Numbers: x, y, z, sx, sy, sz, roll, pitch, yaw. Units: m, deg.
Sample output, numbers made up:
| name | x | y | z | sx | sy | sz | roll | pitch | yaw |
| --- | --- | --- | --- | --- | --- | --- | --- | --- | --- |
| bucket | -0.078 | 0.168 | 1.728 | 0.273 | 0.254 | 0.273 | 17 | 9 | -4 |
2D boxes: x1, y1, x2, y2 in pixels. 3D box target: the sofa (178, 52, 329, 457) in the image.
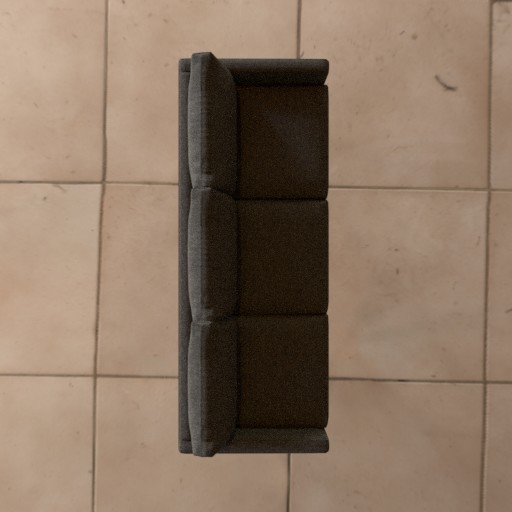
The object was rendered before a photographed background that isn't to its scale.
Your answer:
| name | x | y | z | sx | sy | sz | roll | pitch | yaw |
| --- | --- | --- | --- | --- | --- | --- | --- | --- | --- |
| sofa | 0.000 | 0.000 | 2.668 | 0.876 | 0.879 | 2.253 | 0 | 90 | -1 |
